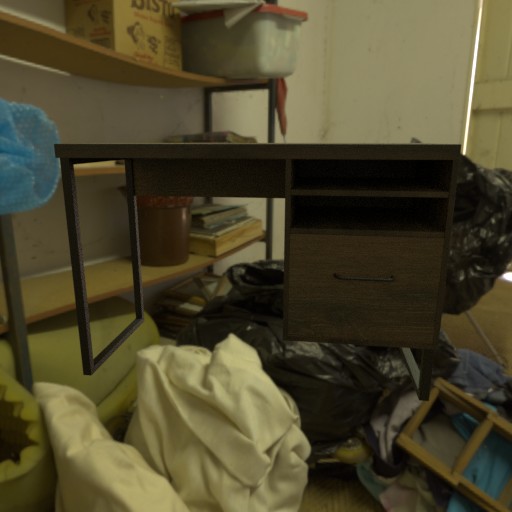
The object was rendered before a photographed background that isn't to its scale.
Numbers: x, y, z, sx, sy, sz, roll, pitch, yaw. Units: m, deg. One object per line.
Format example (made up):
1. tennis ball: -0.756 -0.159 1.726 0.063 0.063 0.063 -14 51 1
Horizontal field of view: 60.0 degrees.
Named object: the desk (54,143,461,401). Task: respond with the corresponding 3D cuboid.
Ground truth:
1. desk: 0.000 0.000 1.527 1.134 0.752 0.511 2 15 8
